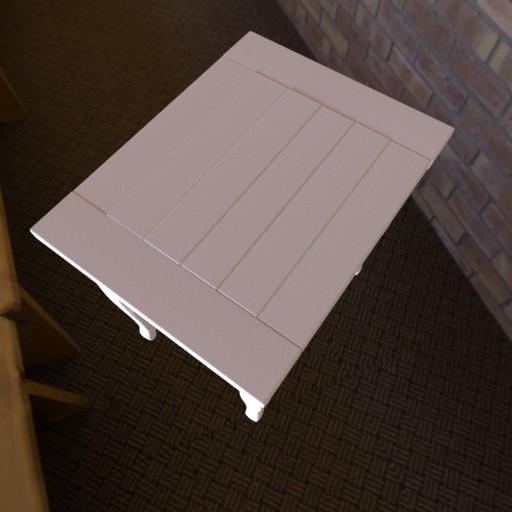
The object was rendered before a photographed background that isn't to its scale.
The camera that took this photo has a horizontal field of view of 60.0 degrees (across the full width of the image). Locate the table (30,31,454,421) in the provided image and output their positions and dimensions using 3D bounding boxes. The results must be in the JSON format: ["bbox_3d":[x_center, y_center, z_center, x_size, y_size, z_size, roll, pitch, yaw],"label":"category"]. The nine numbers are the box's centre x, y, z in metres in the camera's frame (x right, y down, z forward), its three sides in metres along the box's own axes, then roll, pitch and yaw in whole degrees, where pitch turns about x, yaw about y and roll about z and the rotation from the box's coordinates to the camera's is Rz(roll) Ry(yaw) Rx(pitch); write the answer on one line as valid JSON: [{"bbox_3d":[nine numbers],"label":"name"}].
[{"bbox_3d":[0.000,0.000,1.024,0.463,0.605,0.599,33,67,16],"label":"table"}]
